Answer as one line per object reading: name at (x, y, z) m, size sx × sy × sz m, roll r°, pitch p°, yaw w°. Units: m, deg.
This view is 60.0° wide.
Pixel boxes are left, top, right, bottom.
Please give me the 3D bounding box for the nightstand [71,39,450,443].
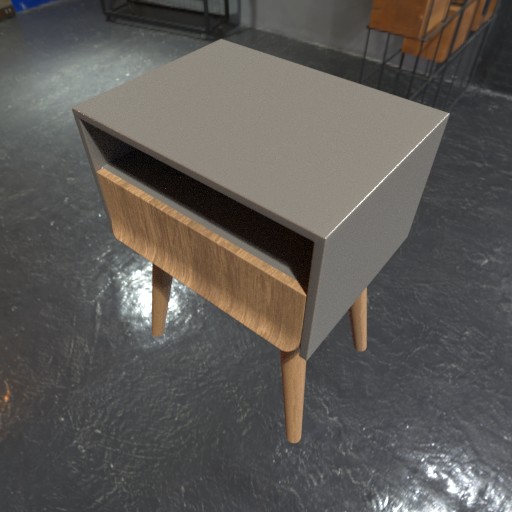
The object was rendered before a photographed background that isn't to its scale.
nightstand at (0.000, 0.000, 0.721) m, size 0.370 × 0.508 × 0.288 m, roll 30°, pitch 54°, yaw 25°
